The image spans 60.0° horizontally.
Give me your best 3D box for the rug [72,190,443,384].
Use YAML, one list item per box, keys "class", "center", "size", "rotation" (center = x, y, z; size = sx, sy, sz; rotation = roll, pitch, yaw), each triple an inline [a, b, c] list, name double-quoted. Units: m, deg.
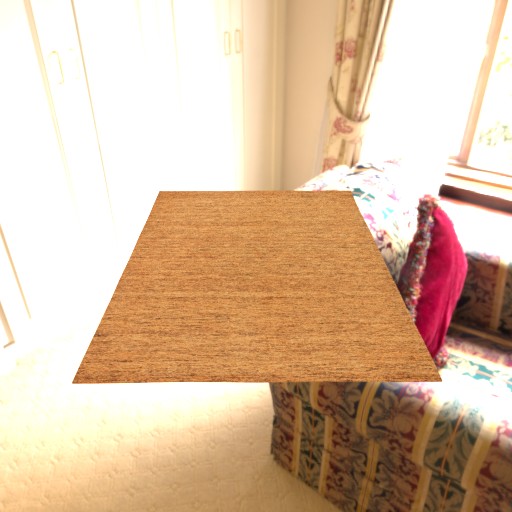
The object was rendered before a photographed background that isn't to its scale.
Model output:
- class: "rug"
  center: [0.000, 0.000, 4.275]
  size: [2.438, 0.012, 3.200]
  rotation: [0, 31, 0]
